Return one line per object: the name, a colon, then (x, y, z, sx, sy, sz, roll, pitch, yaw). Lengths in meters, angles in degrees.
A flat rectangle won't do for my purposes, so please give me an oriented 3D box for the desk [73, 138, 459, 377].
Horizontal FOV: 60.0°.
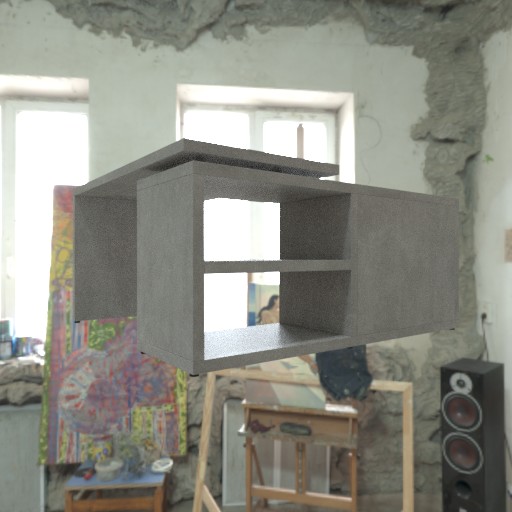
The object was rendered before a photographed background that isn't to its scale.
desk: (0.000, 0.000, 2.344, 1.500, 0.740, 1.400, 0, 0, -36)
